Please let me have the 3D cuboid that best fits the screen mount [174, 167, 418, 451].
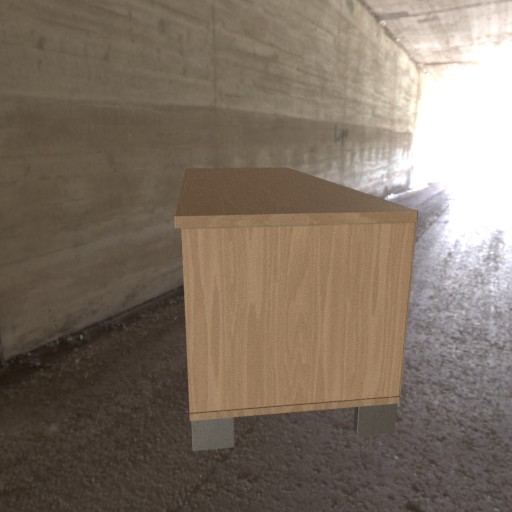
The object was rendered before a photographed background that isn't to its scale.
[{"bbox_3d":[0.000,0.000,1.288,0.406,0.432,1.084,-2,15,-8],"label":"screen mount"}]
